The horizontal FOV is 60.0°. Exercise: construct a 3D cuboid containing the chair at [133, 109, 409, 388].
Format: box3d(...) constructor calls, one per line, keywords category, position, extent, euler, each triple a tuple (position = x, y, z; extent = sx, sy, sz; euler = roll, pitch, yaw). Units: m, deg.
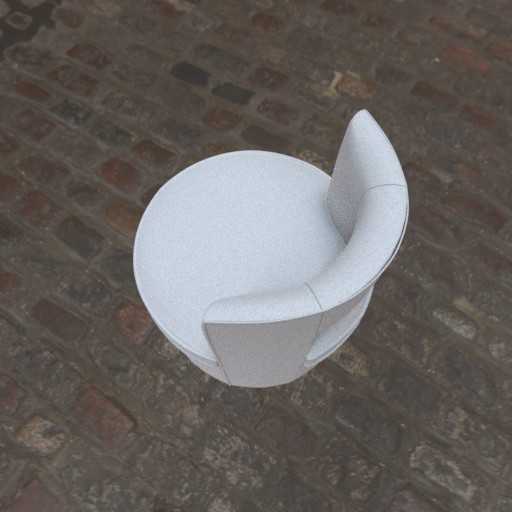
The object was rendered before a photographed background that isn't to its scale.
box3d(category="chair", position=(0.000, 0.000, 1.239), extent=(0.665, 0.723, 0.650), euler=(31, 68, 14))
